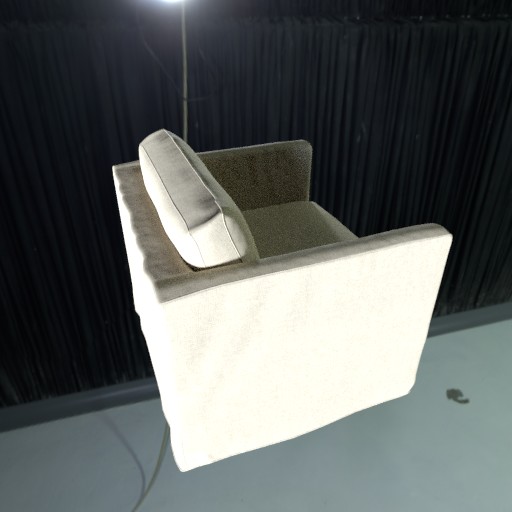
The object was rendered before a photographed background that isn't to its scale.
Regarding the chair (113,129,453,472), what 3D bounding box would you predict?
[{"bbox_3d":[0.000,0.000,1.761,0.949,0.867,1.057,-12,34,-18],"label":"chair"}]
